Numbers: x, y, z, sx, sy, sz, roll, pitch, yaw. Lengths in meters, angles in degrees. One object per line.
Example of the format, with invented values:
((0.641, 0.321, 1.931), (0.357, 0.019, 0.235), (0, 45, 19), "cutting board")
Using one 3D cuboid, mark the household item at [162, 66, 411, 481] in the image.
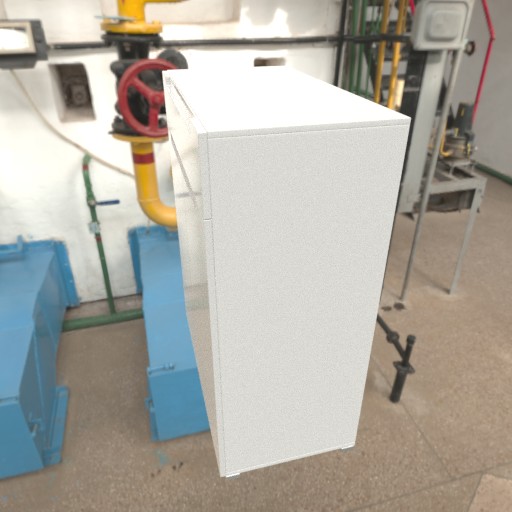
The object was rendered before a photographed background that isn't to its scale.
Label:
((0.000, 0.000, 1.406), (0.420, 1.010, 0.790), (-8, 31, -13), "household item")
